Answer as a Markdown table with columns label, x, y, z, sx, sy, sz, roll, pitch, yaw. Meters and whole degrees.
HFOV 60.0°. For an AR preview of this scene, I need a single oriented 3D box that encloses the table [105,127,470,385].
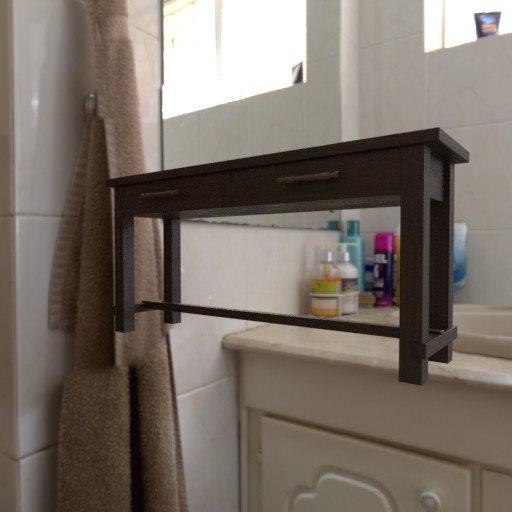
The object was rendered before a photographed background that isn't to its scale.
| label | x | y | z | sx | sy | sz | roll | pitch | yaw |
| --- | --- | --- | --- | --- | --- | --- | --- | --- | --- |
| table | 0.000 | 0.000 | 1.908 | 1.599 | 0.762 | 0.442 | 1 | 1 | 37 |
